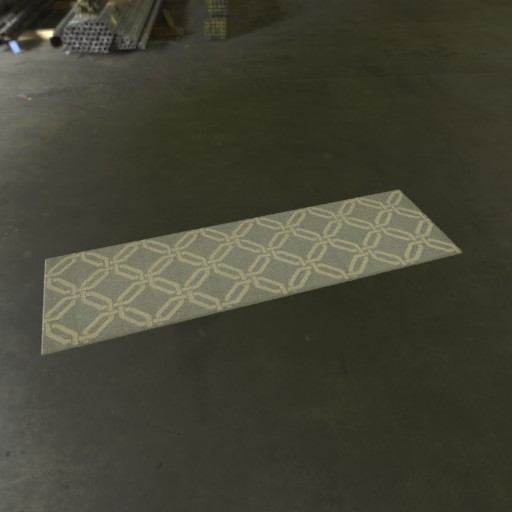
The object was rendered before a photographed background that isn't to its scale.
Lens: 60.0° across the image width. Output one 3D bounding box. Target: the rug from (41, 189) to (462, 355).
[{"bbox_3d":[0.000,0.000,2.519,2.276,0.014,0.678,-12,43,-13],"label":"rug"}]
